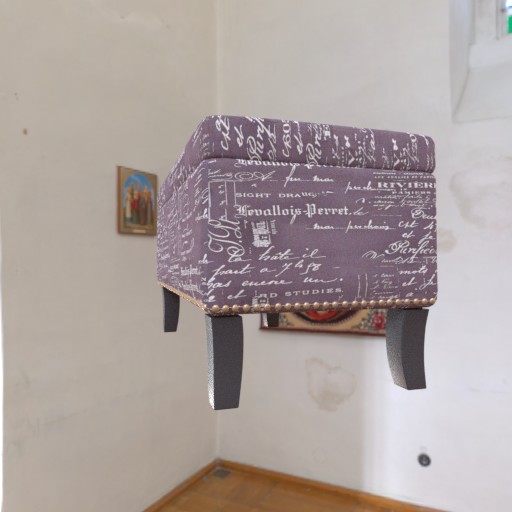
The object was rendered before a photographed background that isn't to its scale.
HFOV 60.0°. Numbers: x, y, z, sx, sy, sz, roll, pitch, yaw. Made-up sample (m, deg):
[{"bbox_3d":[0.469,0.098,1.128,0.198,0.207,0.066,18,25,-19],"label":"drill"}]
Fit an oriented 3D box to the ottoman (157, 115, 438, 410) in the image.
[{"bbox_3d":[0.000,0.000,1.065,0.406,0.457,0.813,0,0,-17],"label":"ottoman"}]
